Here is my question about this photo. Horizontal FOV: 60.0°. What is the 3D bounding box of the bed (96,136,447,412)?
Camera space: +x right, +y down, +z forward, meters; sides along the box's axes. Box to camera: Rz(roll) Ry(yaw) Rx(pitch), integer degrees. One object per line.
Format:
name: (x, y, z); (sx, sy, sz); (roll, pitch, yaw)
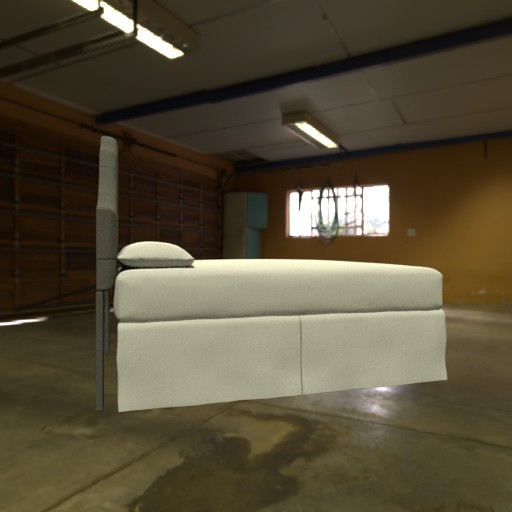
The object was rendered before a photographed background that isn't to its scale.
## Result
bed: (0.000, 0.000, 3.274); (2.155, 1.575, 1.636); (0, 0, -17)
